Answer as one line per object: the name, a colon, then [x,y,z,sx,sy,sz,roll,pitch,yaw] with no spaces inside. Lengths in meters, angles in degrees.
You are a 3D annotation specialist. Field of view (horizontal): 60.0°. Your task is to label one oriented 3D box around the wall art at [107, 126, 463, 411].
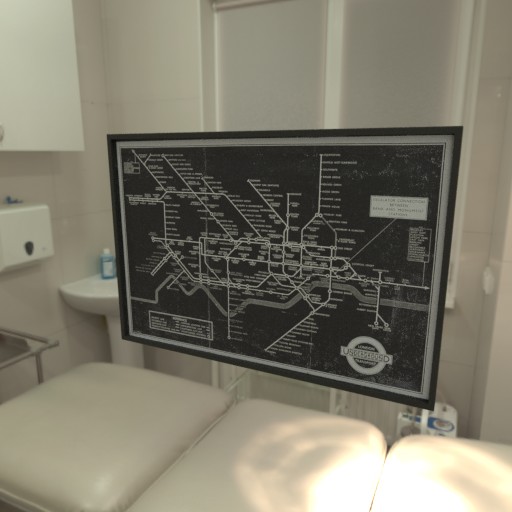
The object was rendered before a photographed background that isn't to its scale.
wall art: [0.000,0.000,0.555,0.443,0.301,0.021,6,15,25]
